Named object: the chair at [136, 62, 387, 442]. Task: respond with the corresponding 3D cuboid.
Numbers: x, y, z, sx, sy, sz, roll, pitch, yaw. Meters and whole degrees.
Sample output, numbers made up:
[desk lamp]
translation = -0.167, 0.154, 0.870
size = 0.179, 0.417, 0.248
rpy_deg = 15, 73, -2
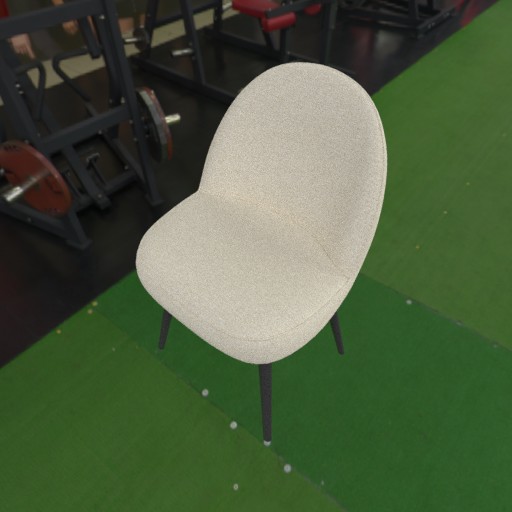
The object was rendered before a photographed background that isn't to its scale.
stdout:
[chair]
translation = 0.000, 0.000, 1.170
size = 0.532, 0.838, 0.540
rpy_deg = 32, 54, 27
